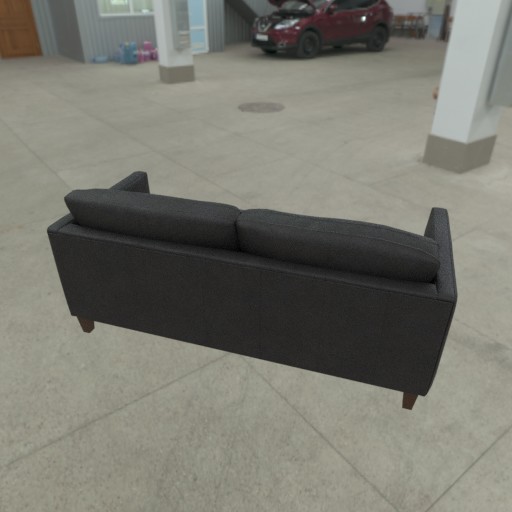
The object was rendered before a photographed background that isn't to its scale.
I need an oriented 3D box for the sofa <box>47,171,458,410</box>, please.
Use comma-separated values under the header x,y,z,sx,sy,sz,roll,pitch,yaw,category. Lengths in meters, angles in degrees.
x,y,z,sx,sy,sz,roll,pitch,yaw,category
0.000,0.000,2.484,1.971,0.863,0.933,9,32,15,sofa
